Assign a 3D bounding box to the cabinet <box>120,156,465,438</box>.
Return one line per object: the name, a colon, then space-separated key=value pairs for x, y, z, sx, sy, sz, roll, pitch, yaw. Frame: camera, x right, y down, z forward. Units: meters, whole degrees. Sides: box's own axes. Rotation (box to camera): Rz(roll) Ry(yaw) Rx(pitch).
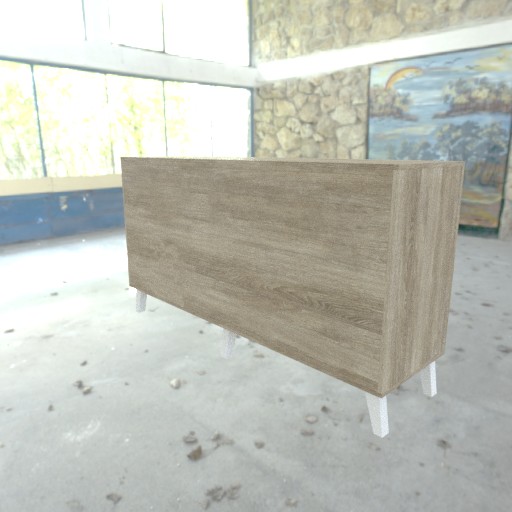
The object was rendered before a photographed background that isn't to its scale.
cabinet: x=0.000 y=0.000 z=2.027 sx=0.450 sy=0.870 sz=1.600 roll=-13 pitch=19 yaw=-42
